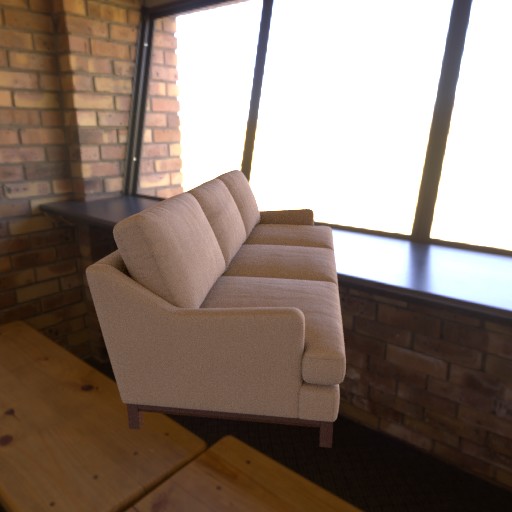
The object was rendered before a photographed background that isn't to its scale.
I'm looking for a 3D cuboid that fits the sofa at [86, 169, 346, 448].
[{"bbox_3d":[0.000,0.000,2.773,1.000,0.913,2.321,2,16,8],"label":"sofa"}]
